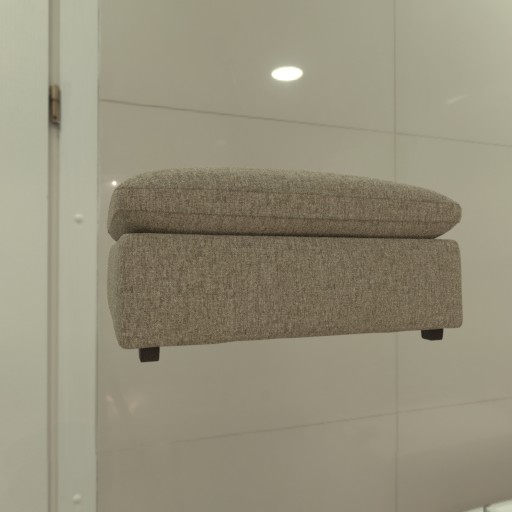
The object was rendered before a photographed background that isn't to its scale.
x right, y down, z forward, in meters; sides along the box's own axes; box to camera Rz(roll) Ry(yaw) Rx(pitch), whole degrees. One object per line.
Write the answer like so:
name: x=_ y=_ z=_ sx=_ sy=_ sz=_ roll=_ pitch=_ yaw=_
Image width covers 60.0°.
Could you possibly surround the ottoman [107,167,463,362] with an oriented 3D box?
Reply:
ottoman: x=0.000 y=0.000 z=1.643 sx=1.039 sy=0.526 sz=1.035 roll=0 pitch=-1 yaw=-20
